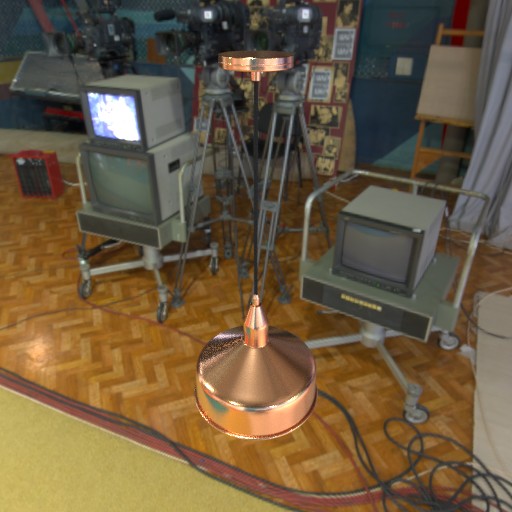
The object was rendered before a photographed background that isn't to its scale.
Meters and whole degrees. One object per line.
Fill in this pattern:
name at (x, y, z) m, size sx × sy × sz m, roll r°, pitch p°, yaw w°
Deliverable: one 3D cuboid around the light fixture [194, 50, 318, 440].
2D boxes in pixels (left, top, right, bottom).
light fixture at (0.000, 0.000, 0.905) m, size 0.301 × 0.754 × 0.301 m, roll -7°, pitch 31°, yaw -13°
